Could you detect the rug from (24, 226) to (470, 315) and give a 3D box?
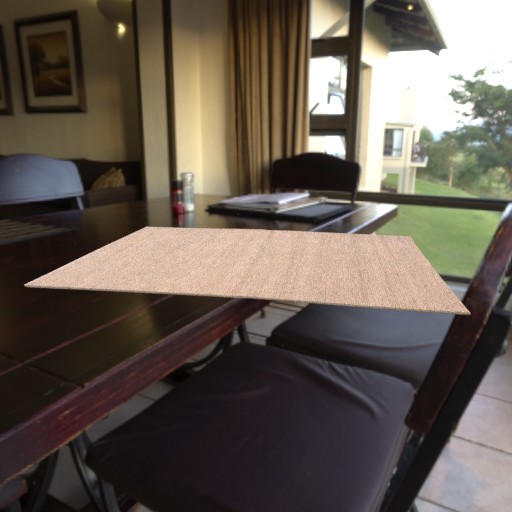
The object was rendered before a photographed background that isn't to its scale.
[{"bbox_3d":[0.000,0.000,2.969,2.264,0.030,1.624,3,15,10],"label":"rug"}]
